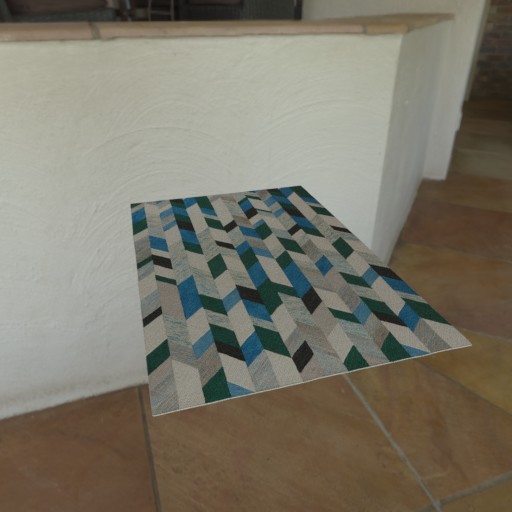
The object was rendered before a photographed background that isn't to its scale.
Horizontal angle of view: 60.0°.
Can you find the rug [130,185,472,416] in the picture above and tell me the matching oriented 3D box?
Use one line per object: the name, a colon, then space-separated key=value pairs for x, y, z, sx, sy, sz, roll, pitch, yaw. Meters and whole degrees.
rug: x=0.000 y=0.000 z=2.337 sx=1.229 sy=0.005 sz=1.827 roll=-8 pitch=30 yaw=-14
